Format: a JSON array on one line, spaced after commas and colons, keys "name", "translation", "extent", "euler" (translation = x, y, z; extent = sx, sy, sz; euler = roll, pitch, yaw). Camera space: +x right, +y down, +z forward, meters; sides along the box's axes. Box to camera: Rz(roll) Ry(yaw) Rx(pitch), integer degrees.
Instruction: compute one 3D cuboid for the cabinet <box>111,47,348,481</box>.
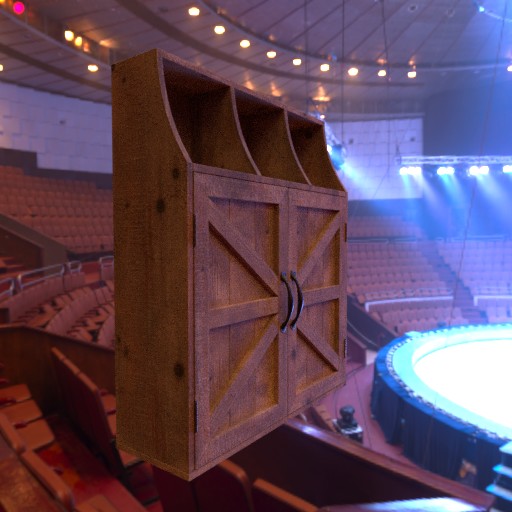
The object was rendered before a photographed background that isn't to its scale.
[{"name": "cabinet", "translation": [0.000, 0.000, 0.823], "extent": [0.184, 0.590, 0.489], "euler": [2, 3, 37]}]
